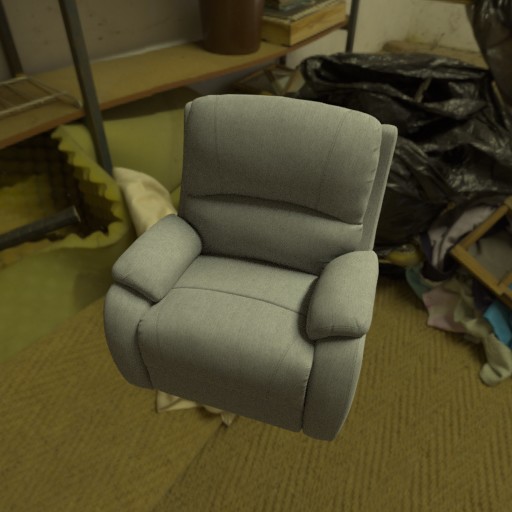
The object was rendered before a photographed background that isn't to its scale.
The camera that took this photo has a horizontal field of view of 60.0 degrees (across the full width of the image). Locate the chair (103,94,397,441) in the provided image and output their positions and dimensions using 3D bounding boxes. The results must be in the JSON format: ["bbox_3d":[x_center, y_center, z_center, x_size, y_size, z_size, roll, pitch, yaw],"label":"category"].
[{"bbox_3d":[0.000,0.000,1.726,0.930,1.011,0.899,11,41,13],"label":"chair"}]
